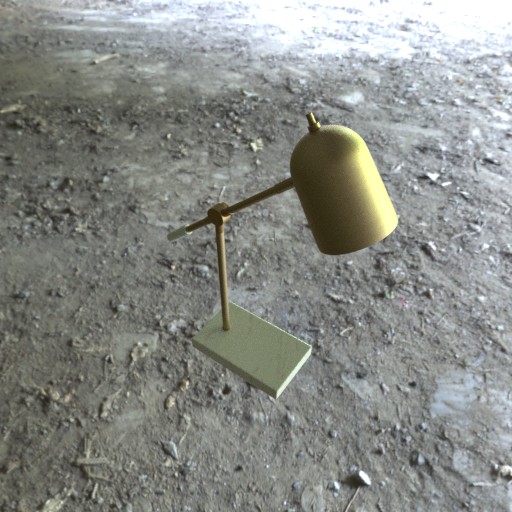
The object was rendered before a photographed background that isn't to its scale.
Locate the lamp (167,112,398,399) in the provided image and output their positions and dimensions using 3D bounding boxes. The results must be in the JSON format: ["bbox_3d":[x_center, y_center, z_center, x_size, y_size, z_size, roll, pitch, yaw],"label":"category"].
[{"bbox_3d":[0.000,0.000,0.829,0.471,0.603,0.144,26,48,26],"label":"lamp"}]
